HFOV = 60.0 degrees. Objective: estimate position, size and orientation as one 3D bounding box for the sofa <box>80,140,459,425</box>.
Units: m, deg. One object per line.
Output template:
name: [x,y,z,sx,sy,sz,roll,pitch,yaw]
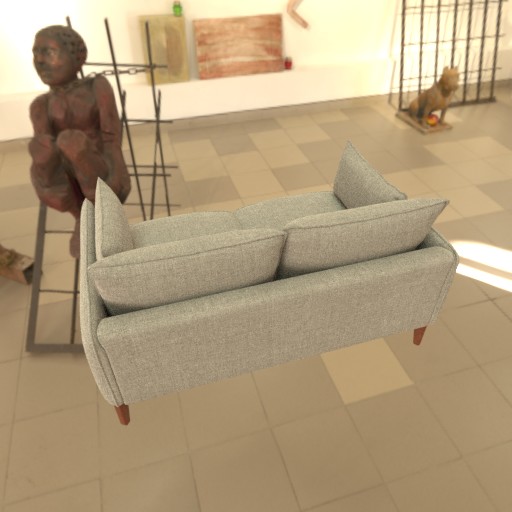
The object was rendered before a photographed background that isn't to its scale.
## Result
sofa: [0.000,0.000,2.136,1.580,0.851,0.972,-11,42,-13]
